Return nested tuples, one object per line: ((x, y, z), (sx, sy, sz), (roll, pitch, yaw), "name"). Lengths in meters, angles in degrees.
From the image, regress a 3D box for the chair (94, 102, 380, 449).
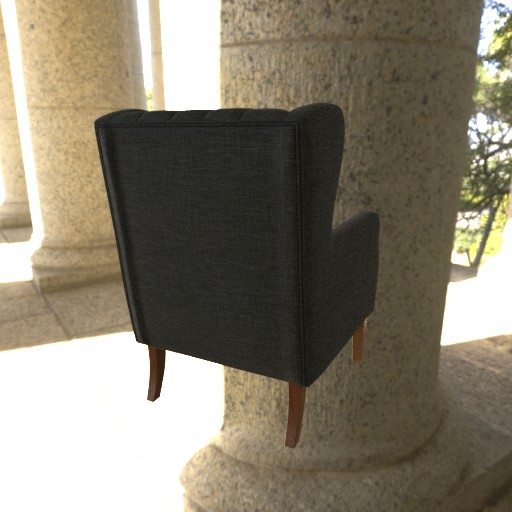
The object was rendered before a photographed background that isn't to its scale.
((0.000, 0.000, 1.521), (0.711, 0.953, 0.775), (8, 17, 26), "chair")
